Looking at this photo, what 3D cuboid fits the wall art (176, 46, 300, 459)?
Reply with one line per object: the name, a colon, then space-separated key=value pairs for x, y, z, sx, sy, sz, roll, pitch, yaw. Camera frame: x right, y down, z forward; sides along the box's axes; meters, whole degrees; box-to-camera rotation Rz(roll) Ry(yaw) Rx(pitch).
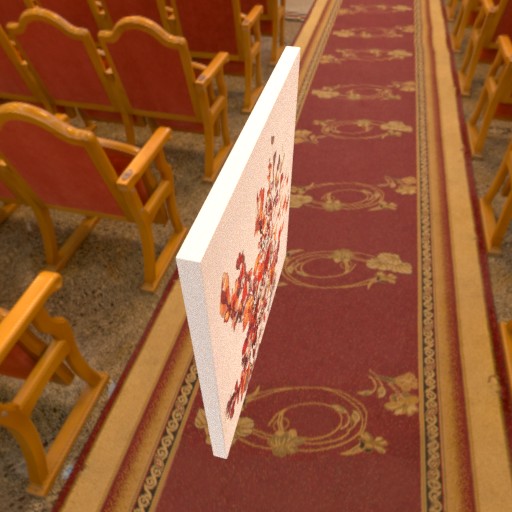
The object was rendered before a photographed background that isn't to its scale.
wall art: x=0.000 y=0.000 z=1.135 sx=0.037 sy=0.757 sz=0.757 roll=11 pitch=47 yaw=10
